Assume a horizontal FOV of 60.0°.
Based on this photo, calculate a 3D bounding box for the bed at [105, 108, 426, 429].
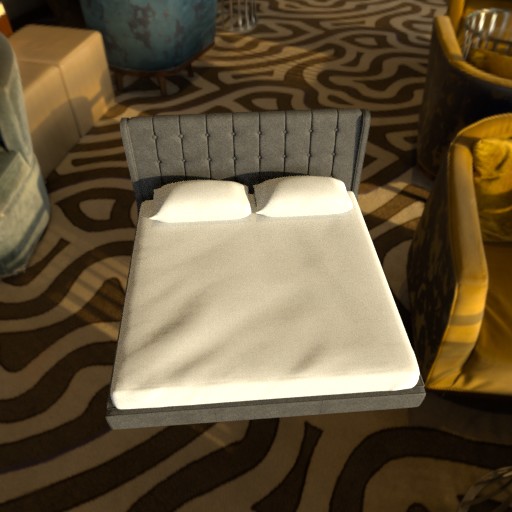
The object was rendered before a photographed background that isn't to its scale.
[{"bbox_3d":[0.000,0.000,2.526,1.531,0.933,1.638,-3,46,-3],"label":"bed"}]
